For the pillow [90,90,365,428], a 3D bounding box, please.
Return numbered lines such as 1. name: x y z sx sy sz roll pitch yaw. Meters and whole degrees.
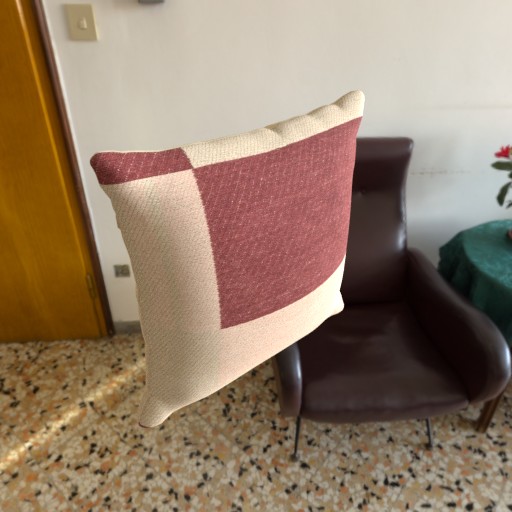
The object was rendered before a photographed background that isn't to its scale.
1. pillow: 0.000 0.000 0.795 0.536 0.506 0.229 -24 39 -33
